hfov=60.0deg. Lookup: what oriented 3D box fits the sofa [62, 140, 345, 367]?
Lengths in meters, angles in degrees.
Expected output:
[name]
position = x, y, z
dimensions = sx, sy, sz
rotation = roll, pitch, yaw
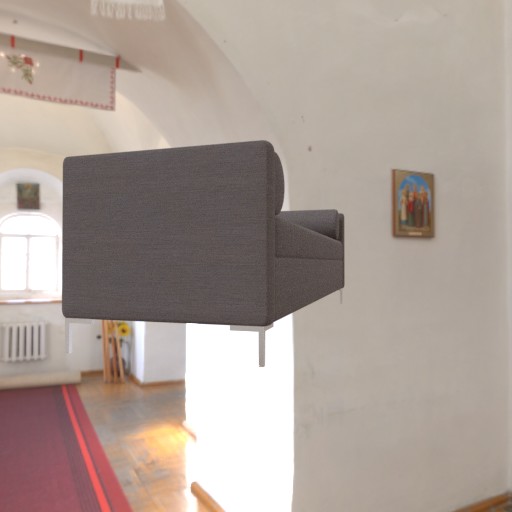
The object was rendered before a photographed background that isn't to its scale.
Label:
[sofa]
position = 0.000, 0.000, 2.242
dimensions = 0.686, 0.635, 1.981
rotation = 0, -1, 17
